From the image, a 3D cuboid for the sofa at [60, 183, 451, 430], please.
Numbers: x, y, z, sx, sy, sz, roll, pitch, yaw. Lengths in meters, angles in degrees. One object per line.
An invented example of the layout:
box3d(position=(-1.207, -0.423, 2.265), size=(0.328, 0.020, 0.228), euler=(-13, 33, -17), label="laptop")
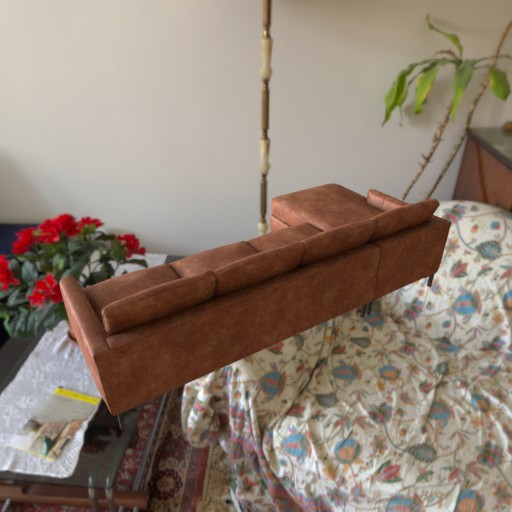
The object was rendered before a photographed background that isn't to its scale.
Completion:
box3d(position=(0.000, 0.000, 3.675), size=(2.993, 0.859, 1.471), euler=(-18, 35, -27), label="sofa")
